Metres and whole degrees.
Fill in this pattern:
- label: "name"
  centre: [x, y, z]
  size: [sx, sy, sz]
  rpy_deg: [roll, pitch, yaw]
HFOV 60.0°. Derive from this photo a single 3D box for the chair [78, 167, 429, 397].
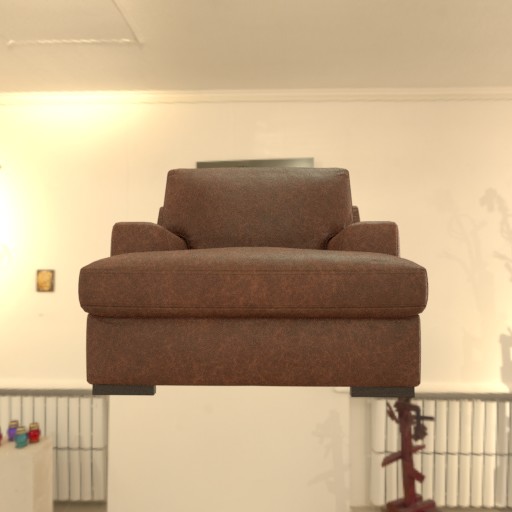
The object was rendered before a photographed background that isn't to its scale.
- label: "chair"
  centre: [0.000, 0.000, 1.973]
  size: [1.168, 0.939, 1.143]
  rpy_deg: [0, -1, 1]
